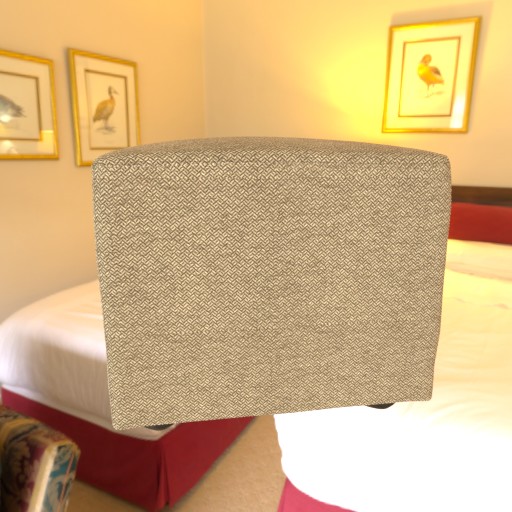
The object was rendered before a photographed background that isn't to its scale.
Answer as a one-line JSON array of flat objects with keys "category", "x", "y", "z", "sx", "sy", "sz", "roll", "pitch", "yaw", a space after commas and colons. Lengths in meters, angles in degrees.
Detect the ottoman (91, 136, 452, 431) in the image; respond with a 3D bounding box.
[{"category": "ottoman", "x": 0.000, "y": 0.000, "z": 0.876, "sx": 0.512, "sy": 0.453, "sz": 0.519, "roll": -2, "pitch": 14, "yaw": -9}]
